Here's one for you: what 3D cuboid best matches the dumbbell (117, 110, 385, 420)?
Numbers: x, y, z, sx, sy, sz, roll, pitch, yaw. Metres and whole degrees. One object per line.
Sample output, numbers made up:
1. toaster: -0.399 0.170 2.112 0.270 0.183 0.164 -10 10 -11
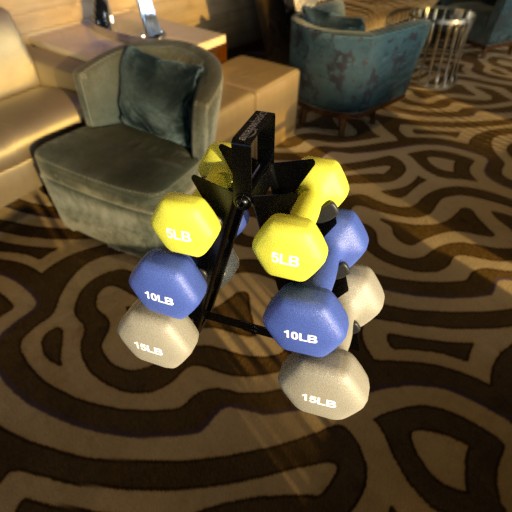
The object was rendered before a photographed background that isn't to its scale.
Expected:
1. dumbbell: 0.000 0.000 0.683 0.416 0.426 0.261 13 43 15
